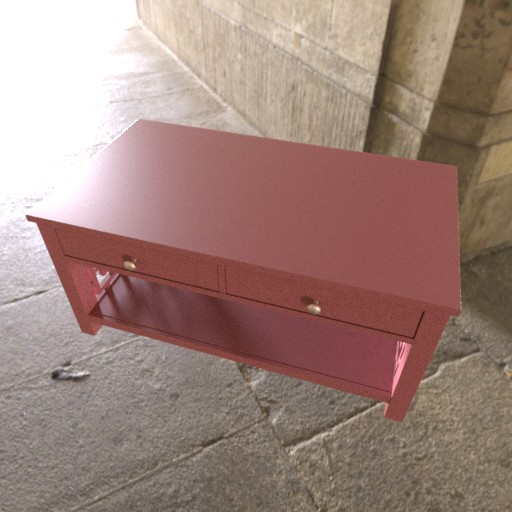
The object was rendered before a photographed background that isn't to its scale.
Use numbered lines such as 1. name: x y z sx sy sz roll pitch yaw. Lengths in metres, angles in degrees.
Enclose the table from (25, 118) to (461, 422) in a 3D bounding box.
1. table: 0.000 0.000 1.398 1.068 0.493 0.612 12 43 13
